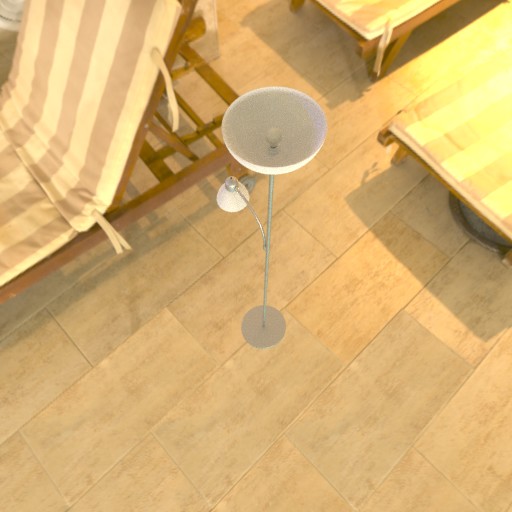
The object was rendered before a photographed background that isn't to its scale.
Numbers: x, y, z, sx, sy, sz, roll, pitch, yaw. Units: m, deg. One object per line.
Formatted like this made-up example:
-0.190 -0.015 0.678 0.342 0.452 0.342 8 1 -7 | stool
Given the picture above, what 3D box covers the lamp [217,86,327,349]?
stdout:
0.000 0.000 1.969 0.279 1.804 0.425 -35 69 -15 | lamp
